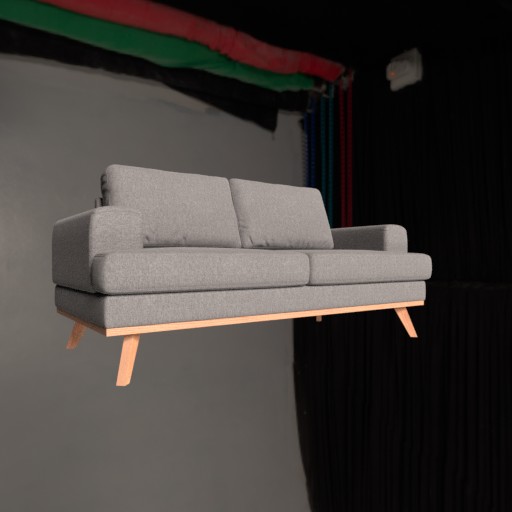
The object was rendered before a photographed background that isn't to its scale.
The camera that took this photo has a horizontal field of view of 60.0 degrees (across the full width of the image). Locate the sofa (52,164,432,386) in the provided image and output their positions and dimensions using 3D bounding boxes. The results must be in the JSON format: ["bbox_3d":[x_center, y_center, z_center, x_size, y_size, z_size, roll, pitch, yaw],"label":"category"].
[{"bbox_3d":[0.000,0.000,2.082,1.650,0.810,0.785,0,0,-35],"label":"sofa"}]
